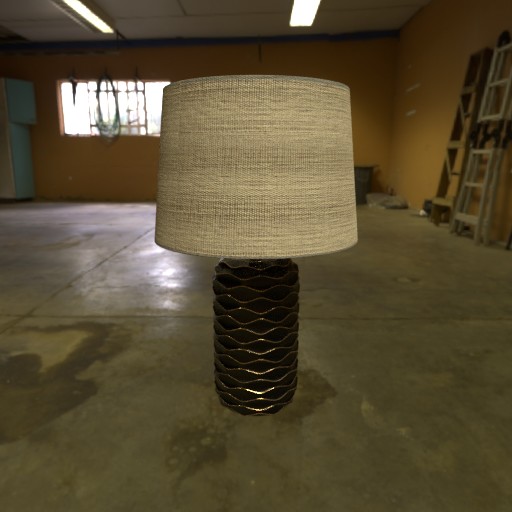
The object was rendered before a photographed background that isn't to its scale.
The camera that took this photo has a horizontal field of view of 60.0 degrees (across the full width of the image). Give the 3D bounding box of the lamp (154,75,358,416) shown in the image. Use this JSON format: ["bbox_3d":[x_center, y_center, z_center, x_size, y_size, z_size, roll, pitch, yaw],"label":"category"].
[{"bbox_3d":[0.000,0.000,0.847,0.376,0.594,0.376,0,12,0],"label":"lamp"}]
